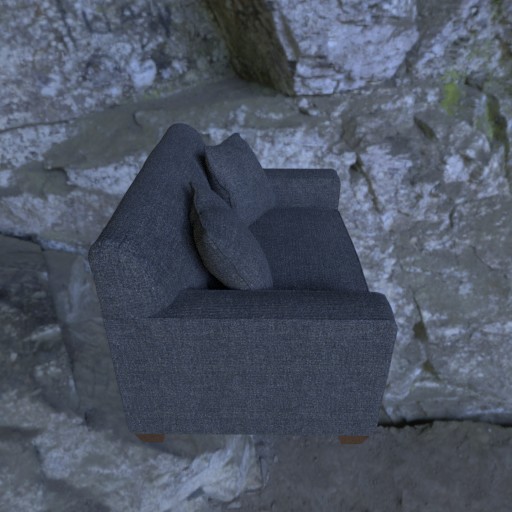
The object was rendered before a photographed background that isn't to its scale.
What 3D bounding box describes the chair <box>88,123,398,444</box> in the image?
[{"bbox_3d":[0.000,0.000,2.078,1.000,0.948,1.383,0,32,1],"label":"chair"}]
